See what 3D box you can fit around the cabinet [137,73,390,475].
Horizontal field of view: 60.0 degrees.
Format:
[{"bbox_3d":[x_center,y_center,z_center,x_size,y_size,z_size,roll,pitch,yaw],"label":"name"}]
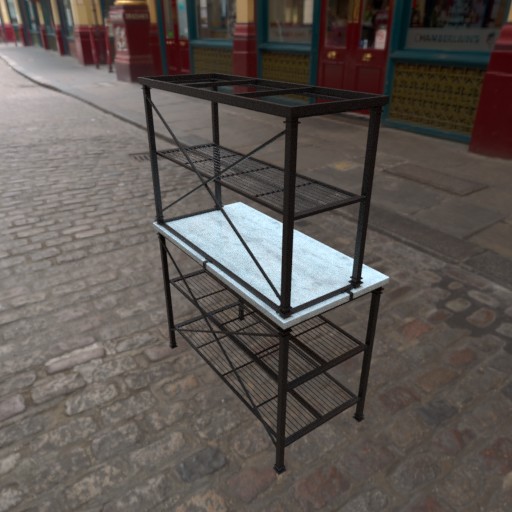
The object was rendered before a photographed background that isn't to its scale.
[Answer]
[{"bbox_3d":[0.000,0.000,2.281,0.610,1.659,1.210,-18,32,-31],"label":"cabinet"}]
